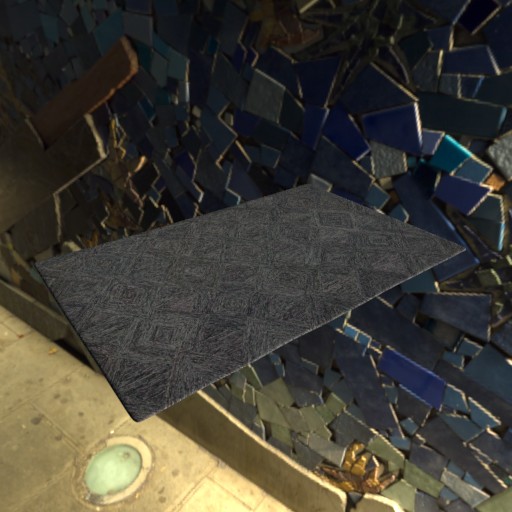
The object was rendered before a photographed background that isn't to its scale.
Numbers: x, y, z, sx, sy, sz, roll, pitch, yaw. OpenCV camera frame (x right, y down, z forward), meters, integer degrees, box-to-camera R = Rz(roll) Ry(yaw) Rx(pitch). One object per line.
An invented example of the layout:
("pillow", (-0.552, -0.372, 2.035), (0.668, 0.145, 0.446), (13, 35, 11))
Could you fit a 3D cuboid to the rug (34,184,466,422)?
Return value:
("rug", (0.000, 0.000, 2.134), (1.752, 0.013, 1.158), (-21, 35, -32))
